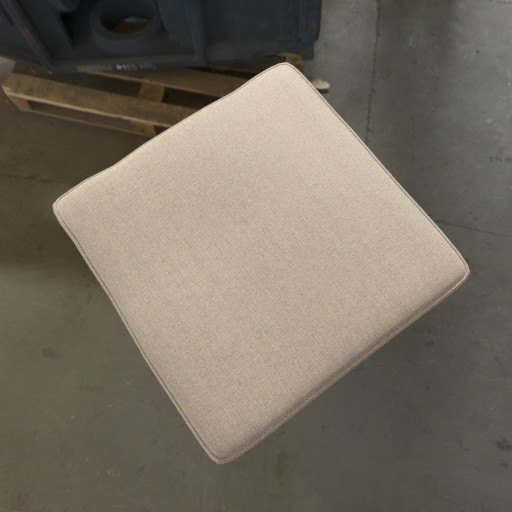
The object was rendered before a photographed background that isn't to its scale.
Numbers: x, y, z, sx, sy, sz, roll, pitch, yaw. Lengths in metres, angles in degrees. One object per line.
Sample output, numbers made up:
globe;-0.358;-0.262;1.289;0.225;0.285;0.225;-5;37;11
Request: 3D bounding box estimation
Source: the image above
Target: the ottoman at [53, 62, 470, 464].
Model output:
ottoman;0.000;0.000;1.355;0.838;0.481;0.838;-35;77;-9
